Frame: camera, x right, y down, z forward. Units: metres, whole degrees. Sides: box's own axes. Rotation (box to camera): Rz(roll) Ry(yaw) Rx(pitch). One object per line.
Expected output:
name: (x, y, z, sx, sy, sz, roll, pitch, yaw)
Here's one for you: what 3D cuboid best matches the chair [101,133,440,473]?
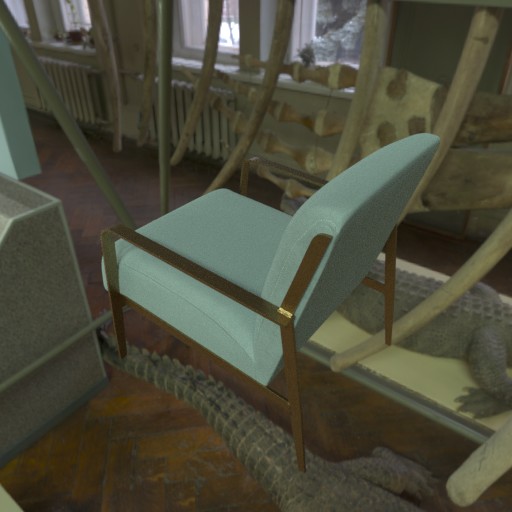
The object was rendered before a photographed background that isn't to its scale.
chair: (0.000, 0.000, 1.438, 0.842, 0.824, 0.701, 22, 39, 30)
